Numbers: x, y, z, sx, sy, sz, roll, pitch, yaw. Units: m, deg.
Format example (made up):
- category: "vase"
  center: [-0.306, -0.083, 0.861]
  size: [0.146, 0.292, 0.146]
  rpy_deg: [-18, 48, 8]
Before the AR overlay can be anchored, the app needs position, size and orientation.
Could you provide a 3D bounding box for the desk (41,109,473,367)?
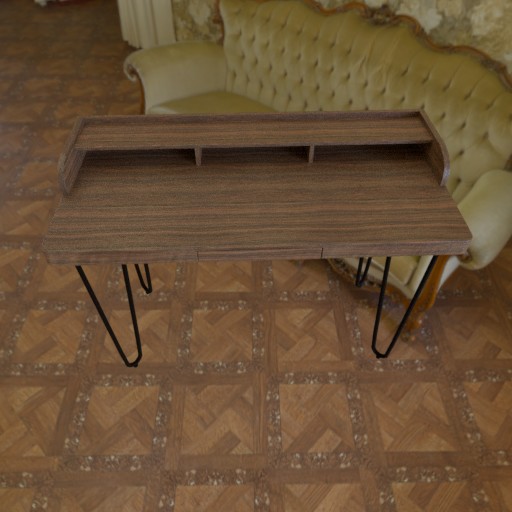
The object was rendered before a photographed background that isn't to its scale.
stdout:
- category: "desk"
  center: [0.000, 0.000, 1.648]
  size: [1.200, 0.854, 0.565]
  rpy_deg: [-2, 46, -2]
